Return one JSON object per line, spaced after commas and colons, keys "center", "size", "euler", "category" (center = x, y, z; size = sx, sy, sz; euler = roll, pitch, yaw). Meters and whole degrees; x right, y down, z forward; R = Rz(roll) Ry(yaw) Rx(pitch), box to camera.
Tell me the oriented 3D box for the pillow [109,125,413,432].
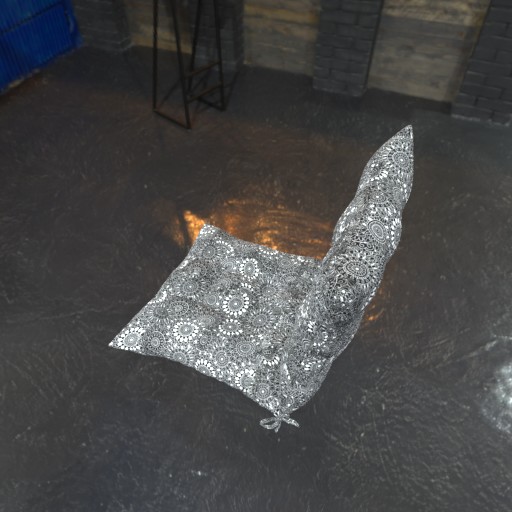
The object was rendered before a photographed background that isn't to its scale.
{"center": [0.000, 0.000, 1.029], "size": [0.585, 0.536, 0.541], "euler": [18, 50, 16], "category": "pillow"}
